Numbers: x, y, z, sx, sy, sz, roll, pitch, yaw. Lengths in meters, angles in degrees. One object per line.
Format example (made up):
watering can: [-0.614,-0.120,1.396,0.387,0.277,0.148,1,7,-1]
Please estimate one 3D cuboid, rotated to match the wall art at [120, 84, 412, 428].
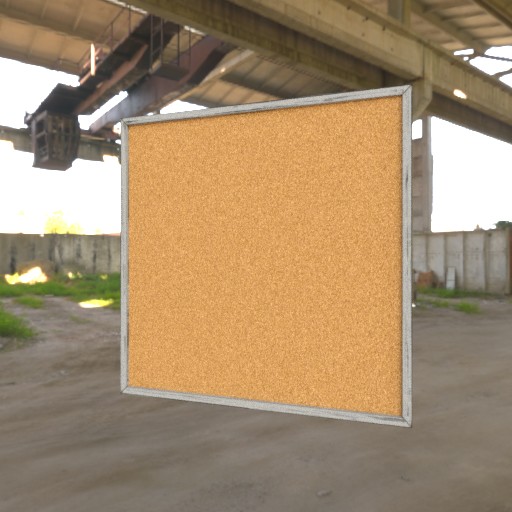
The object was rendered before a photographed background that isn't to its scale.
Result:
wall art: [0.000,0.000,0.457,0.303,0.303,0.036,0,0,19]
